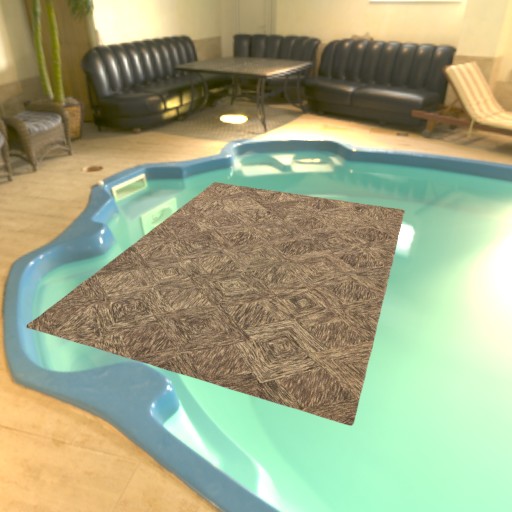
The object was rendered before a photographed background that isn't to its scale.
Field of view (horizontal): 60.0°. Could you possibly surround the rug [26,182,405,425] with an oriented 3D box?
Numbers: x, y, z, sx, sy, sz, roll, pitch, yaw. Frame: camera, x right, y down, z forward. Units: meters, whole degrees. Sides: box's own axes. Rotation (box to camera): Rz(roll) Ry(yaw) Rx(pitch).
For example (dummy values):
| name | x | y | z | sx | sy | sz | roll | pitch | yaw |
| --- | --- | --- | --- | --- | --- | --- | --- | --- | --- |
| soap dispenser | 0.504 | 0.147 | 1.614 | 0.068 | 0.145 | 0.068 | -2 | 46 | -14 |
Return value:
| name | x | y | z | sx | sy | sz | roll | pitch | yaw |
| --- | --- | --- | --- | --- | --- | --- | --- | --- | --- |
| rug | 0.000 | 0.000 | 4.203 | 2.448 | 0.017 | 3.204 | 11 | 32 | 18 |
